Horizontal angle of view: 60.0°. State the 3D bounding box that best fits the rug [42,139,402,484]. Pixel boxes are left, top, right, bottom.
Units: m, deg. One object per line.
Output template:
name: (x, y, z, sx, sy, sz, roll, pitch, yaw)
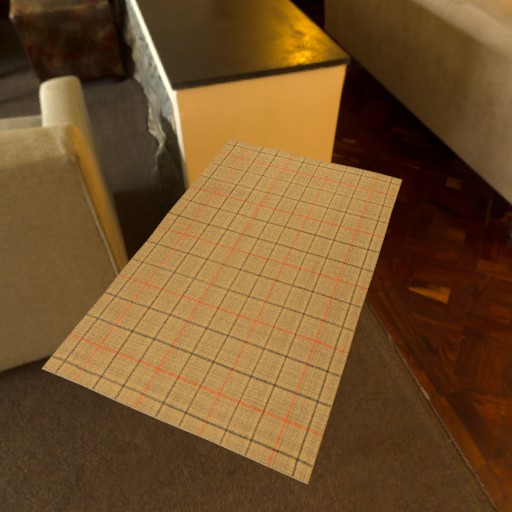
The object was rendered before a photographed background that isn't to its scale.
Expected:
rug: (0.000, 0.000, 2.988, 1.524, 0.015, 2.439, 17, 50, 15)
